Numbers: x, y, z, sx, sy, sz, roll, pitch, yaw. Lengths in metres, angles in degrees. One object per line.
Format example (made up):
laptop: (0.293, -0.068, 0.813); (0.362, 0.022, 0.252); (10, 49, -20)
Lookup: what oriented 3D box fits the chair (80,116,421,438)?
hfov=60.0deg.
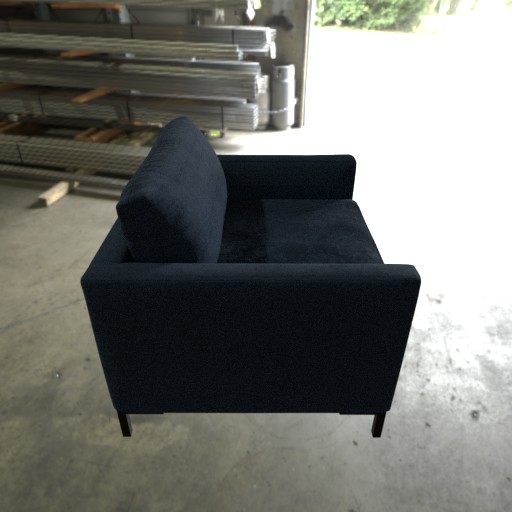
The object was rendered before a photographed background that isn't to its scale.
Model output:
chair: (0.000, 0.000, 1.590); (0.875, 0.812, 0.964); (0, 32, 0)
